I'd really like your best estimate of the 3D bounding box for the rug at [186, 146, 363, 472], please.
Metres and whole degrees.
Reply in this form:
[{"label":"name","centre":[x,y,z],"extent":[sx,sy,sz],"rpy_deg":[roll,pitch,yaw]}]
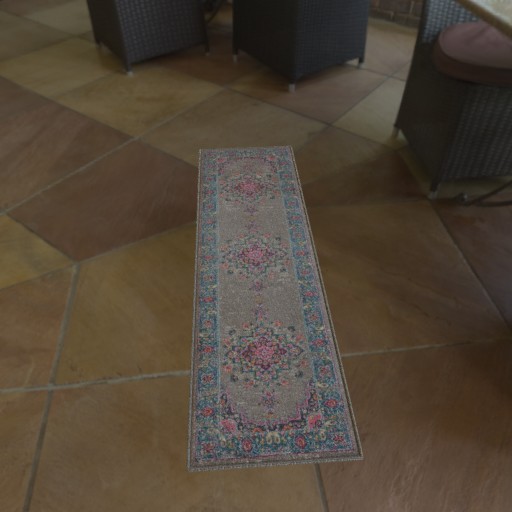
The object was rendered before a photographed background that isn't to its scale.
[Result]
[{"label":"rug","centre":[0.000,0.000,2.011],"extent":[0.553,0.012,1.827],"rpy_deg":[-3,45,-3]}]
